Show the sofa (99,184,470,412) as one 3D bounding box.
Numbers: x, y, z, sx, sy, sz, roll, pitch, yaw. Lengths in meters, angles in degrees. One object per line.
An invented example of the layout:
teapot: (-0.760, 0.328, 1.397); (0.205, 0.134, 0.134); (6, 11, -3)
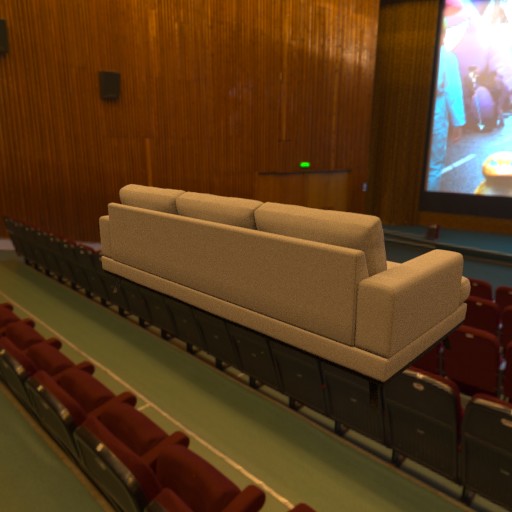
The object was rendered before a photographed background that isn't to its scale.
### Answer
sofa: (0.000, 0.000, 2.792); (2.310, 0.810, 0.920); (14, 20, 42)
